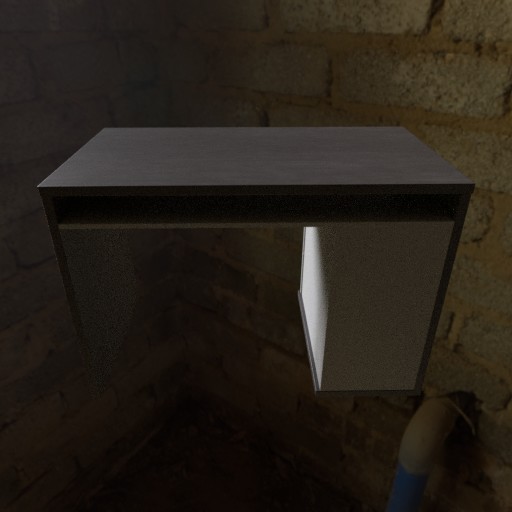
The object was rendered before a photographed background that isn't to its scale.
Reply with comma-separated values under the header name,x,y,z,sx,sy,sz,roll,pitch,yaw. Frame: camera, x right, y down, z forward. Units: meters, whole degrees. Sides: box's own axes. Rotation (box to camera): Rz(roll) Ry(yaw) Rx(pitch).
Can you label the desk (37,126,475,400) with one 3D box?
name,x,y,z,sx,sy,sz,roll,pitch,yaw
desk,0.000,0.000,1.556,1.100,0.750,0.600,0,30,-1
